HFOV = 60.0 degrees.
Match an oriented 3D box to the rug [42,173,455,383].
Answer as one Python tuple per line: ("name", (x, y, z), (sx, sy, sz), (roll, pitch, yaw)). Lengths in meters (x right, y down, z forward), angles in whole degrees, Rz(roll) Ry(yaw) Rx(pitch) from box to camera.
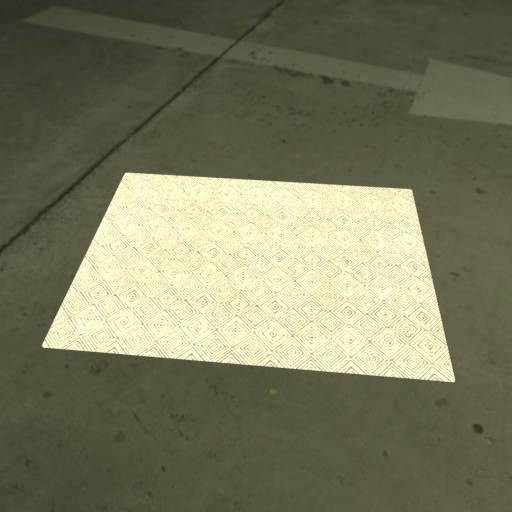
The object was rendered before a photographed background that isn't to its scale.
("rug", (0.000, 0.000, 2.920), (2.238, 0.008, 1.593), (4, 48, 4))
